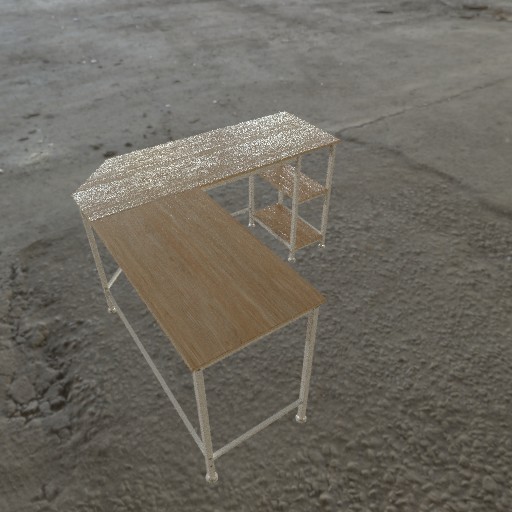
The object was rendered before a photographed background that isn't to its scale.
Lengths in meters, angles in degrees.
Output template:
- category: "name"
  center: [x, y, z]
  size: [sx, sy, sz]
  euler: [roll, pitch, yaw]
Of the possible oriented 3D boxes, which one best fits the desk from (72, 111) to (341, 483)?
- category: "desk"
  center: [0.000, 0.000, 2.220]
  size: [1.379, 0.739, 1.379]
  euler: [-23, 45, -26]
